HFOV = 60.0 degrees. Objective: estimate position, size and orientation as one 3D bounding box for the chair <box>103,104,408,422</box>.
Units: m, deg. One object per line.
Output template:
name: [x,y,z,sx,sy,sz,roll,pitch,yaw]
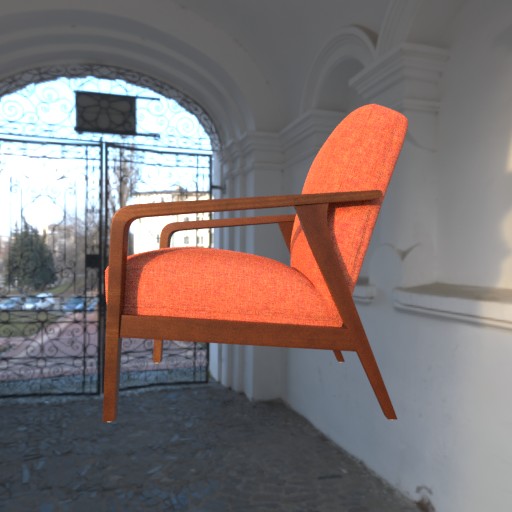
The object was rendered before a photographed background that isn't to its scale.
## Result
chair: [0.000,0.000,1.521,0.860,0.890,0.719,0,0,-1]
